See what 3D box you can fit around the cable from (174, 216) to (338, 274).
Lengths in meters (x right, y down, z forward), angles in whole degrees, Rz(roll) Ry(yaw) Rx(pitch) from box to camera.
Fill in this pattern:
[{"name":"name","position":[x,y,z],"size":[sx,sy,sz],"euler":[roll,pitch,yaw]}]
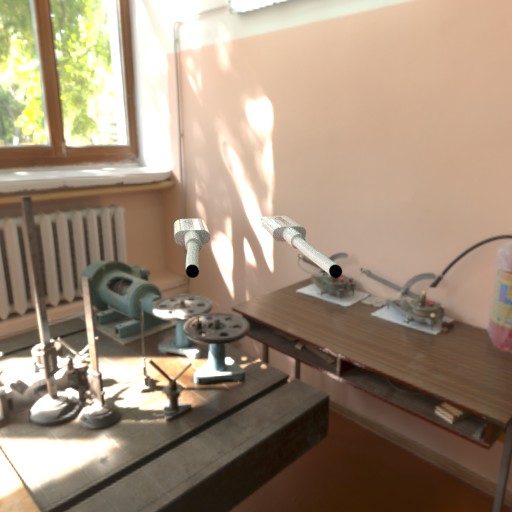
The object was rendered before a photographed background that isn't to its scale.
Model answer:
[{"name":"cable","position":[0.000,0.000,0.113],"size":[0.041,0.005,0.098],"euler":[-3,16,-10]}]
